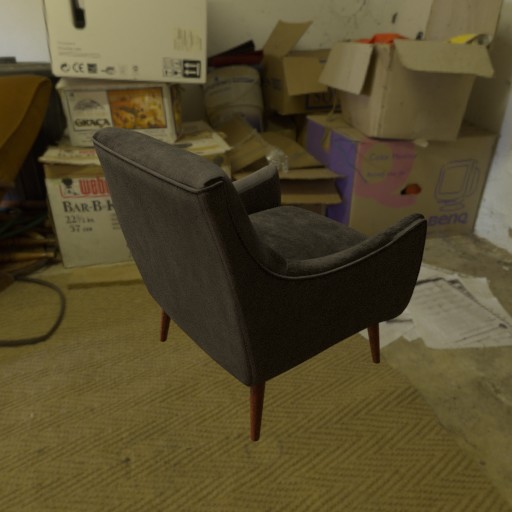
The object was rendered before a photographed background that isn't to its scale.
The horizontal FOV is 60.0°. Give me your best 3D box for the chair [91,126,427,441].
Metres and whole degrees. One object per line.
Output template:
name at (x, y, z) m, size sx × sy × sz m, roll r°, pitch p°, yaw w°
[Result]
chair at (0.000, 0.000, 1.462) m, size 0.787 × 0.838 × 0.762 m, roll -19°, pitch 33°, yaw -33°
